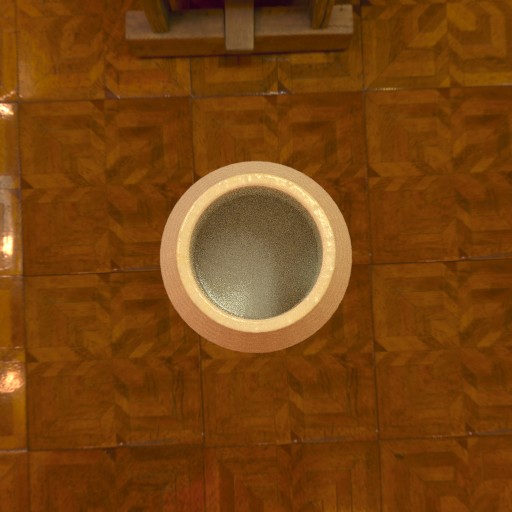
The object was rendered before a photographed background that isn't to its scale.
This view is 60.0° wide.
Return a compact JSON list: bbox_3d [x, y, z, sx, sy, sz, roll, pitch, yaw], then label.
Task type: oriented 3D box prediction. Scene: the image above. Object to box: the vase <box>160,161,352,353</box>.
[{"bbox_3d":[0.000,0.000,0.357,0.175,0.230,0.175,0,89,0],"label":"vase"}]
